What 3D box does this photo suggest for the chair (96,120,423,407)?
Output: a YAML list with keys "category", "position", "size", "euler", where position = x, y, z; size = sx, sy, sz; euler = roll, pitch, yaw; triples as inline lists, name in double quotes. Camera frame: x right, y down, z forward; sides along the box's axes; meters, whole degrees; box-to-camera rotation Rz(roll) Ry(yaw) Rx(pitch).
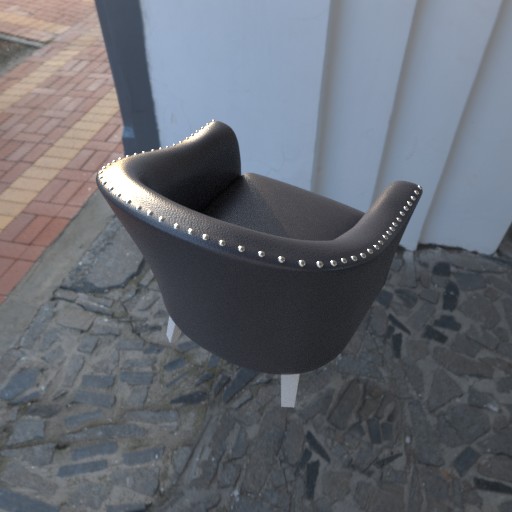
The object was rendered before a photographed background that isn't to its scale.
- category: "chair"
  position: [0.000, 0.000, 1.442]
  size: [0.794, 0.823, 0.748]
  euler: [24, 50, 21]
